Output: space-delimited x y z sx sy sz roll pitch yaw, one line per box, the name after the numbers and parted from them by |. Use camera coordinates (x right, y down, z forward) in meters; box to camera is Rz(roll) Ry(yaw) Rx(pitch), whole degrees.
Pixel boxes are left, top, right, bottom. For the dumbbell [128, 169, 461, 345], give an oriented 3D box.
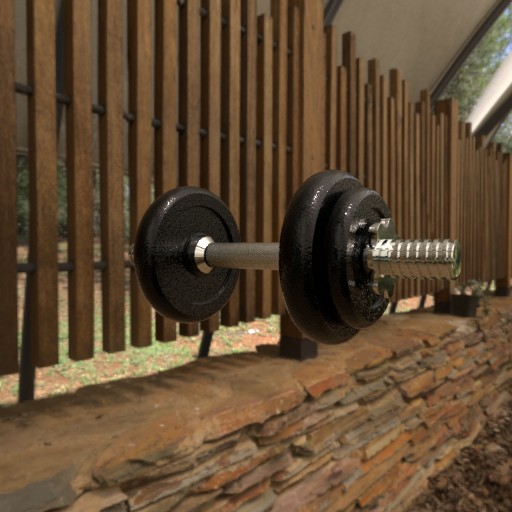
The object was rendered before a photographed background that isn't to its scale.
0.000 0.000 0.586 0.497 0.202 0.202 1 2 37 | dumbbell
